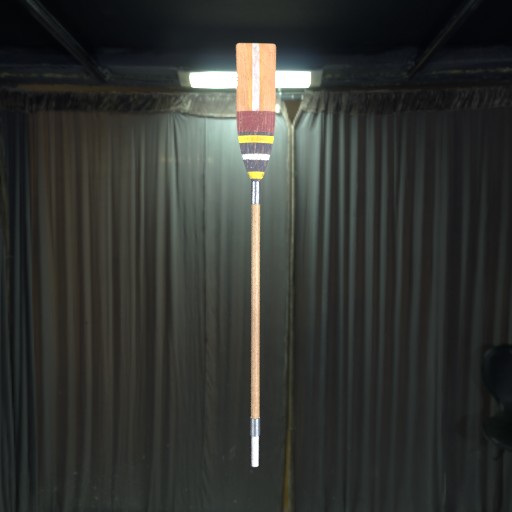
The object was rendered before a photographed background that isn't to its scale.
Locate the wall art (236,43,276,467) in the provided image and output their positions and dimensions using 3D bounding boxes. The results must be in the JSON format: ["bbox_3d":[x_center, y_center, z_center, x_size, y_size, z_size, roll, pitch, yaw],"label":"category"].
[{"bbox_3d":[0.000,0.000,1.633,0.146,1.556,0.038,0,1,-1],"label":"wall art"}]
